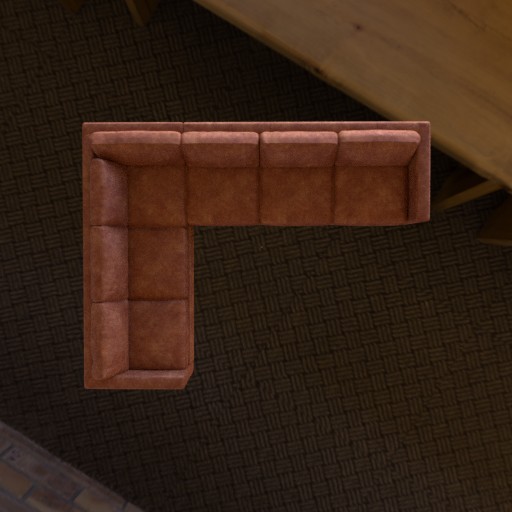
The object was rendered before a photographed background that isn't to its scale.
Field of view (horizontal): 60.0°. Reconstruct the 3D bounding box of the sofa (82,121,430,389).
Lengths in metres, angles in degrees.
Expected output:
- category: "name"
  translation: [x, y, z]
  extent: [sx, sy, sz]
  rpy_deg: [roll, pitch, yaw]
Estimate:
- category: "sofa"
  translation: [0.000, 0.000, 4.296]
  extent: [3.150, 0.838, 2.438]
  rpy_deg: [0, 91, 1]
